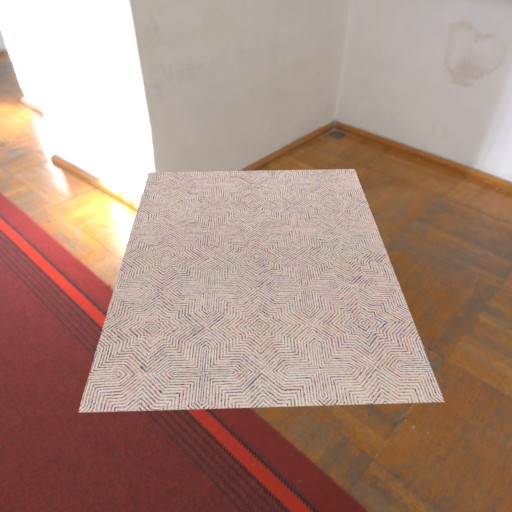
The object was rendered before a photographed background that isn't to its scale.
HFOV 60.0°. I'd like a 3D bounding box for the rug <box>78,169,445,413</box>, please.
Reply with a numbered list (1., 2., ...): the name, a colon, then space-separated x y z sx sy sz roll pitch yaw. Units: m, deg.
1. rug: 0.000 0.000 4.088 2.442 0.008 3.046 -1 41 -1
